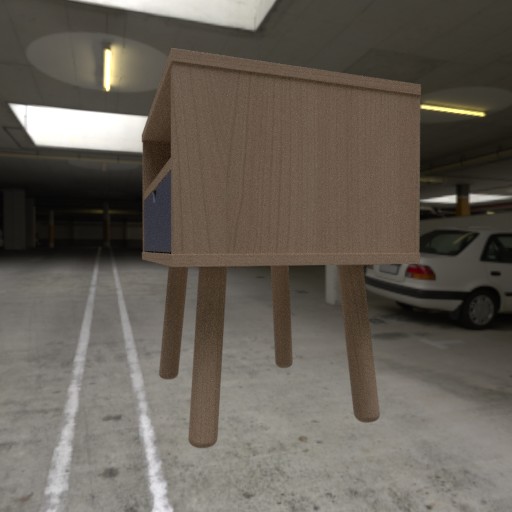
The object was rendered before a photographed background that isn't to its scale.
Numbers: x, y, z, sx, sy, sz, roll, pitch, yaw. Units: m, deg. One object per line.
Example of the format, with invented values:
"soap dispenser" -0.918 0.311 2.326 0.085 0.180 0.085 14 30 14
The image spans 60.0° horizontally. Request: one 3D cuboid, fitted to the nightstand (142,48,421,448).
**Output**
"nightstand" 0.000 0.000 0.834 0.380 0.530 0.450 0 1 -19
